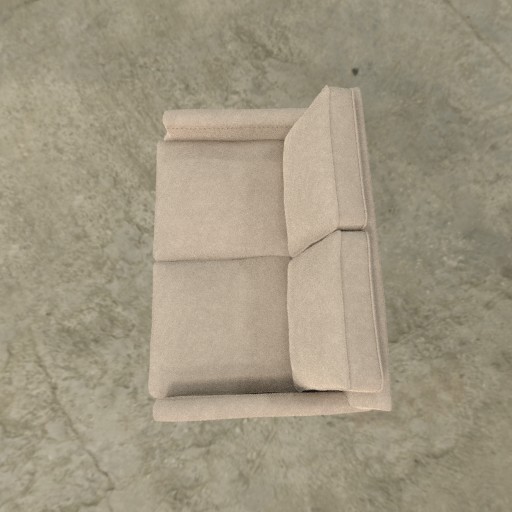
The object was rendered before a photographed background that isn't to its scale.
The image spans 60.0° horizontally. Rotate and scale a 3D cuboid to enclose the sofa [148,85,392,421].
[{"bbox_3d":[0.000,0.000,2.305,1.084,1.002,1.597,-1,75,0],"label":"sofa"}]
